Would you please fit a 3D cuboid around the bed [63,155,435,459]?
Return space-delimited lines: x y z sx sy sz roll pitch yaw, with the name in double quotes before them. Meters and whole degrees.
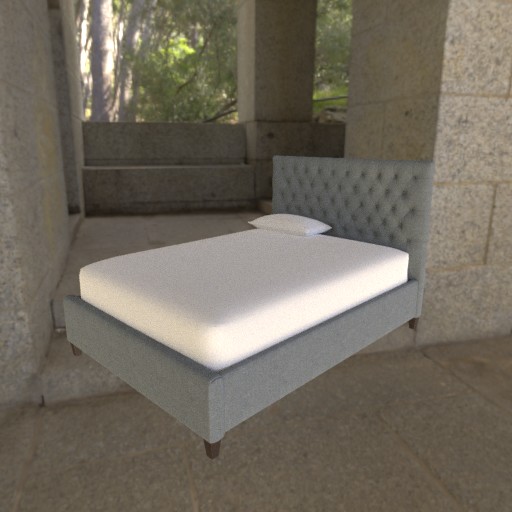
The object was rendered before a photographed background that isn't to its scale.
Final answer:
"bed" 0.000 0.000 3.405 1.698 1.411 2.335 14 20 43
